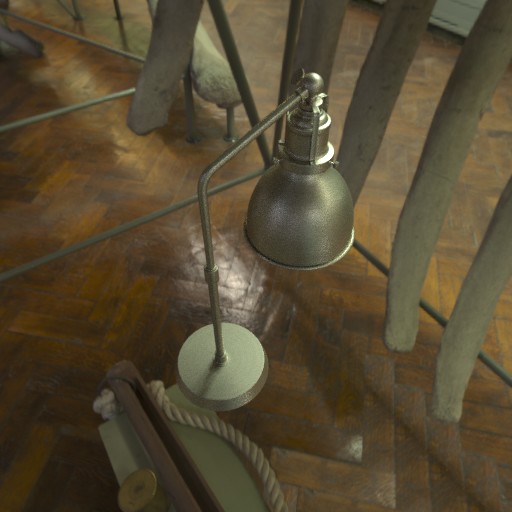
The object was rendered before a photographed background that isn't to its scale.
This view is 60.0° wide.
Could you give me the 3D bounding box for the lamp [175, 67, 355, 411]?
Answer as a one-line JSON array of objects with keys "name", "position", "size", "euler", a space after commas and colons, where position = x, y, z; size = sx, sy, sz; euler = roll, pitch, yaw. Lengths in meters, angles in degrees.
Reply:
[{"name": "lamp", "position": [0.000, 0.000, 0.584], "size": [0.286, 0.456, 0.153], "euler": [-25, 52, -21]}]
